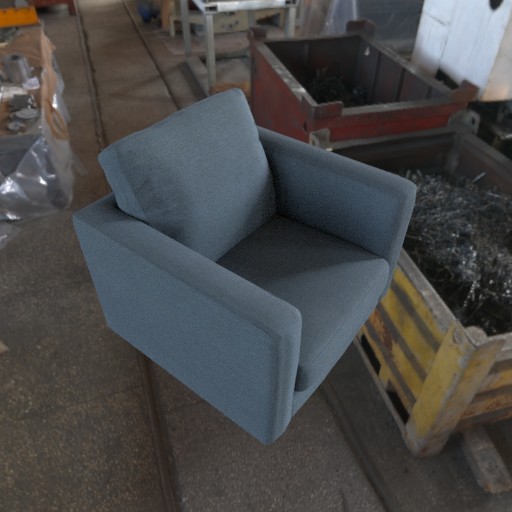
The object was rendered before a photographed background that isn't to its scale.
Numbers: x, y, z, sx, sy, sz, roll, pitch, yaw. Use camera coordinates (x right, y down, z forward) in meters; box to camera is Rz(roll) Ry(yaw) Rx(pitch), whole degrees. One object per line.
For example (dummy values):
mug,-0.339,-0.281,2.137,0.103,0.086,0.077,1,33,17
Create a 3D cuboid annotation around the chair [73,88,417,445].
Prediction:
chair,0.000,0.000,1.586,0.820,0.922,0.855,27,49,27
